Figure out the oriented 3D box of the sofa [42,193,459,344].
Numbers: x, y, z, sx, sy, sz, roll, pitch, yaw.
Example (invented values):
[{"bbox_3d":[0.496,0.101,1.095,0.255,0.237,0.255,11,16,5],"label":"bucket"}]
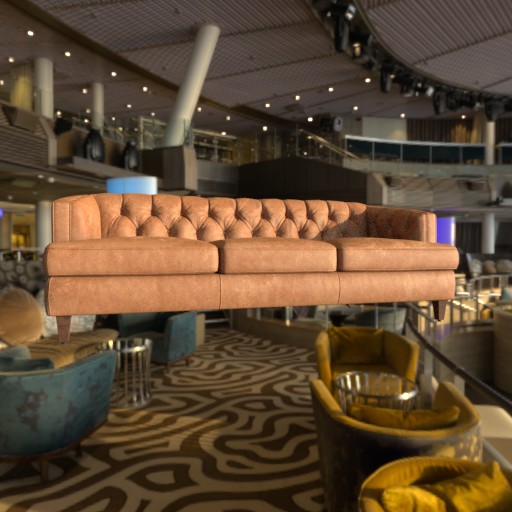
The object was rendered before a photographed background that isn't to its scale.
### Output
[{"bbox_3d":[0.000,0.000,2.701,2.257,0.791,0.922,0,1,-18],"label":"sofa"}]
